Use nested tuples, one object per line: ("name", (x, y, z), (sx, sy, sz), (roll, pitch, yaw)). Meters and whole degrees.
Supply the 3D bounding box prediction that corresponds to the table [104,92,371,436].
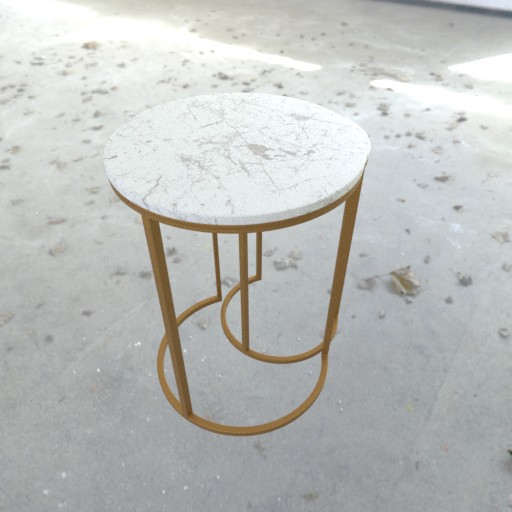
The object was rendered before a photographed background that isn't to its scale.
("table", (0.000, 0.000, 0.903), (0.400, 0.550, 0.507), (25, 47, 26))
